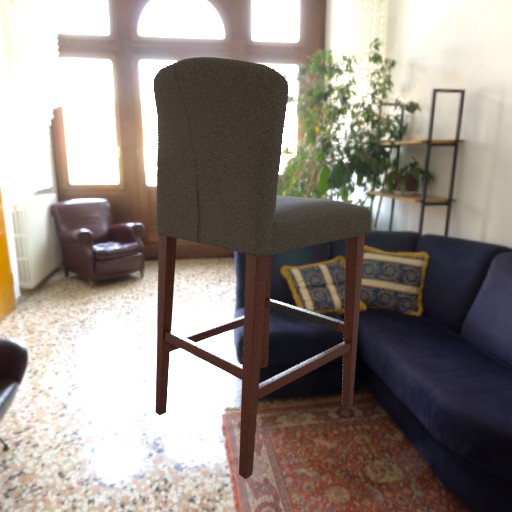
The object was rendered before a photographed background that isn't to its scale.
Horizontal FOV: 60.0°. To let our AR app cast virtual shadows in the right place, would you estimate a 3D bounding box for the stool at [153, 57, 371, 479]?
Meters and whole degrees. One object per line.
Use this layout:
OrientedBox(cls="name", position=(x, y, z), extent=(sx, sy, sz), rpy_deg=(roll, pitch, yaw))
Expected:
OrientedBox(cls="stool", position=(0.000, 0.000, 1.389), extent=(0.568, 1.069, 0.481), rpy_deg=(-12, 18, -43))
